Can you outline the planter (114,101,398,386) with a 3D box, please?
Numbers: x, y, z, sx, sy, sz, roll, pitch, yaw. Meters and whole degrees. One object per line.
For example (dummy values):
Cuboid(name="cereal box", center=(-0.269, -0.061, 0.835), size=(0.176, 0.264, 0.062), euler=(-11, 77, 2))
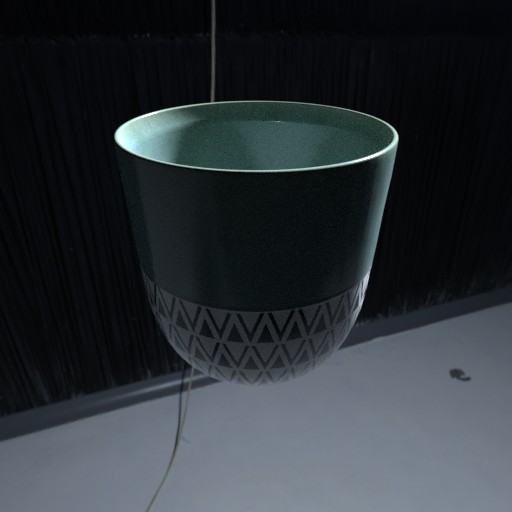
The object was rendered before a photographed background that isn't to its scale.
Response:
Cuboid(name="planter", center=(0.000, 0.000, 0.372), size=(0.198, 0.214, 0.198), euler=(0, 30, 0))
